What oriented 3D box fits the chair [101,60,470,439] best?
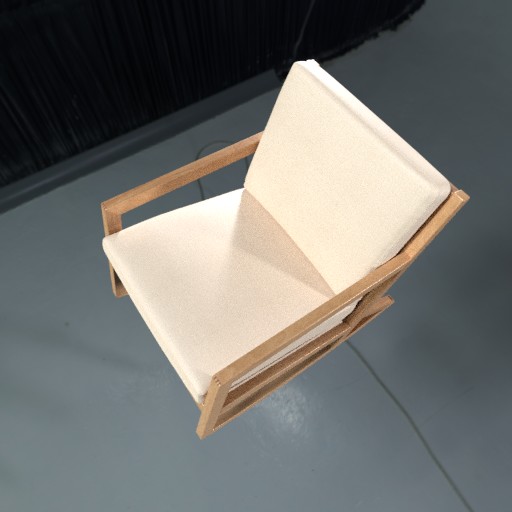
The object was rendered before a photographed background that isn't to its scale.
[{"bbox_3d":[0.000,0.000,1.378,0.857,0.790,0.622,-32,66,-16],"label":"chair"}]
